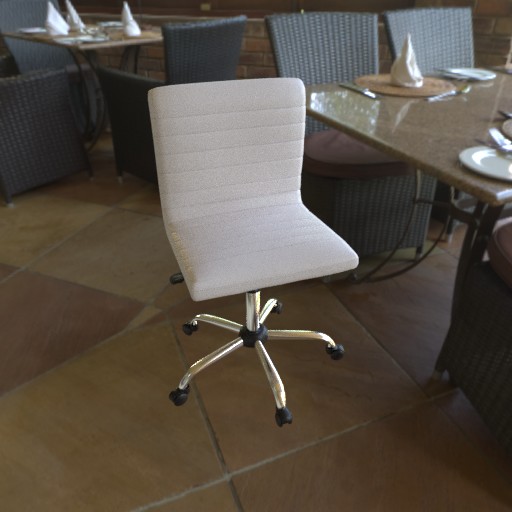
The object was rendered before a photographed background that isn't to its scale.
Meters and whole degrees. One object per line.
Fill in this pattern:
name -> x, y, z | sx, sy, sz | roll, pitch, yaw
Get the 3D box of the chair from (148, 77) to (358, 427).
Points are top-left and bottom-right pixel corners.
chair -> 0.000, 0.000, 1.085 | 0.520, 0.750, 0.455 | -11, 34, -16
